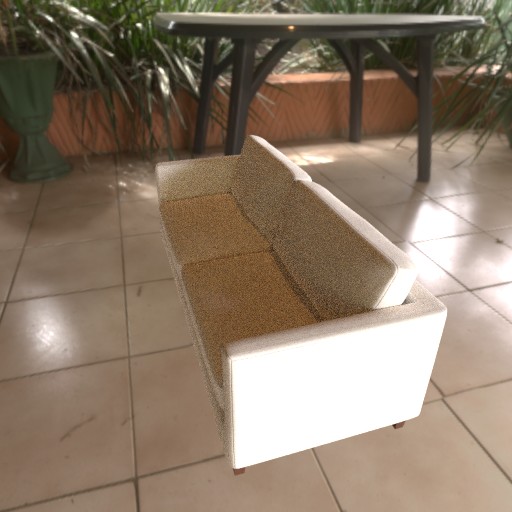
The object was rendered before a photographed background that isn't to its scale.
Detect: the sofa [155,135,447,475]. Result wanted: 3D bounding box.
[{"bbox_3d":[0.000,0.000,2.592,0.924,0.933,2.139,-9,32,-15],"label":"sofa"}]
